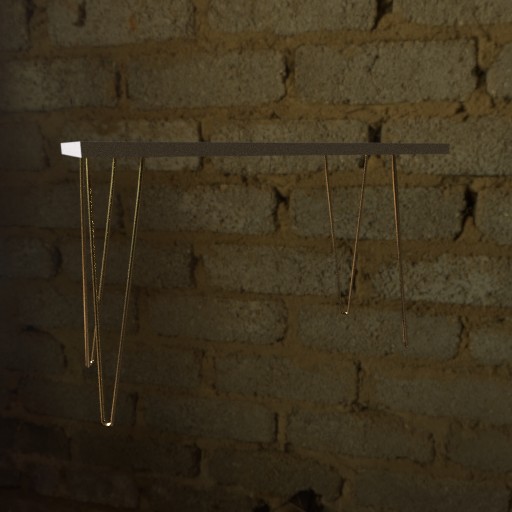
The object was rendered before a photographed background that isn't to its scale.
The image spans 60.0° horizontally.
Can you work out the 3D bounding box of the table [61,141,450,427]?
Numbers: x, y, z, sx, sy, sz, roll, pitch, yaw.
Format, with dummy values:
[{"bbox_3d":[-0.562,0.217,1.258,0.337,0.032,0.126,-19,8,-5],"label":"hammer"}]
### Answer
[{"bbox_3d":[0.000,0.000,1.340,0.991,0.660,0.498,-7,15,-26],"label":"table"}]
